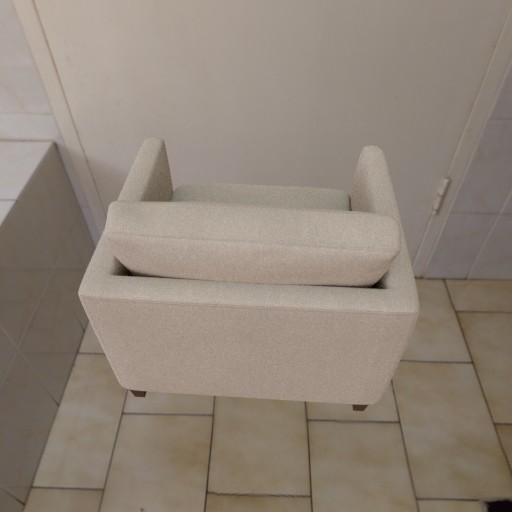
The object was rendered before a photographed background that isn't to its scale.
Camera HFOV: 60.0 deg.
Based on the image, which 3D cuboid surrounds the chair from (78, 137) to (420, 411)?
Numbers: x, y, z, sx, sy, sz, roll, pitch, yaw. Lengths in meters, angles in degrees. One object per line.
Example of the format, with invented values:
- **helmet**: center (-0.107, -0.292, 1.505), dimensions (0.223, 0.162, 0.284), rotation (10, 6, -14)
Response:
- **chair**: center (0.000, 0.000, 1.887), dimensions (1.107, 0.961, 0.959), rotation (3, 47, 3)
